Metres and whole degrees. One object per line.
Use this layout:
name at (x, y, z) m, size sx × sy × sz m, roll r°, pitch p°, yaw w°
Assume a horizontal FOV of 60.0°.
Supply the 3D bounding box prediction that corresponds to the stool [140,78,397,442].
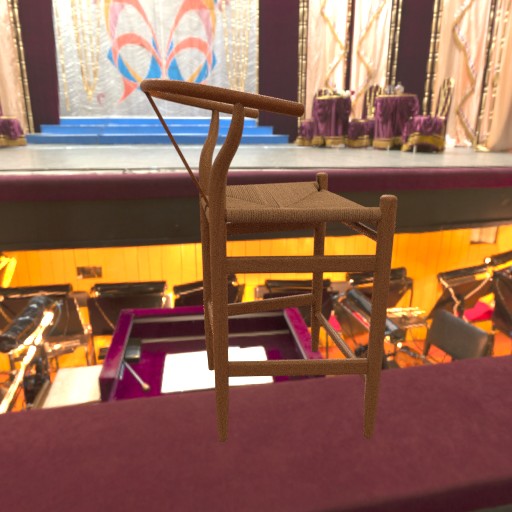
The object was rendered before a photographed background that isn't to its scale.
stool at (0.000, 0.000, 1.263) m, size 0.575 × 0.923 × 0.536 m, roll -3°, pitch 17°, yaw -10°
